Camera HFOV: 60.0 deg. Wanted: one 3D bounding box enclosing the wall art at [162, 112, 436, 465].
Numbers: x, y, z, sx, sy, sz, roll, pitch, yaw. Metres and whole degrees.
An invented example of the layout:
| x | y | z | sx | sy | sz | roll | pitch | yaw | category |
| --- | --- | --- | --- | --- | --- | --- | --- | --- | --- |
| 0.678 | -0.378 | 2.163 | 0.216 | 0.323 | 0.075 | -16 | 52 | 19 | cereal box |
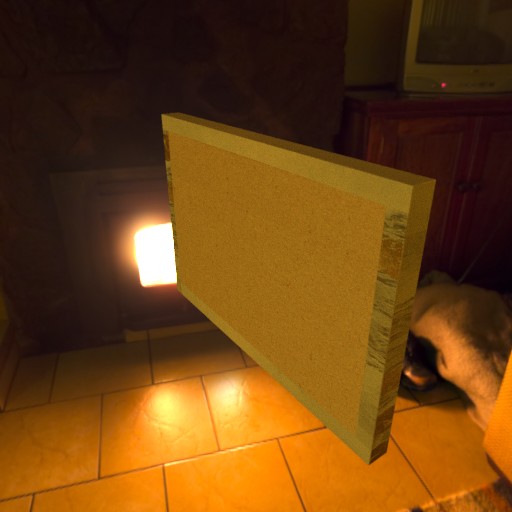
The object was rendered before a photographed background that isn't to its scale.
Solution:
| x | y | z | sx | sy | sz | roll | pitch | yaw | category |
| --- | --- | --- | --- | --- | --- | --- | --- | --- | --- |
| 0.000 | 0.000 | 0.769 | 0.041 | 0.407 | 0.606 | -17 | 31 | -31 | wall art |
